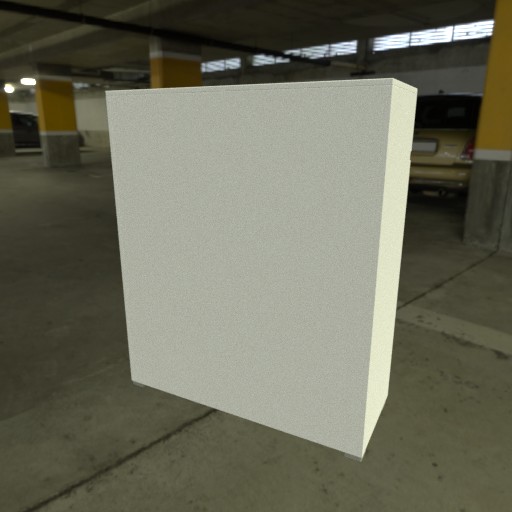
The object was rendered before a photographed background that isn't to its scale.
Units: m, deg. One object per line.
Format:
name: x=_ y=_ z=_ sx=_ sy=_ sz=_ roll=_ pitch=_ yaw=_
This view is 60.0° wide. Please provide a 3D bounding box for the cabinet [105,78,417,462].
cabinet: x=0.000 y=0.000 z=1.693 sx=1.000 sy=1.190 sz=0.400 roll=9 pitch=19 yaw=26
